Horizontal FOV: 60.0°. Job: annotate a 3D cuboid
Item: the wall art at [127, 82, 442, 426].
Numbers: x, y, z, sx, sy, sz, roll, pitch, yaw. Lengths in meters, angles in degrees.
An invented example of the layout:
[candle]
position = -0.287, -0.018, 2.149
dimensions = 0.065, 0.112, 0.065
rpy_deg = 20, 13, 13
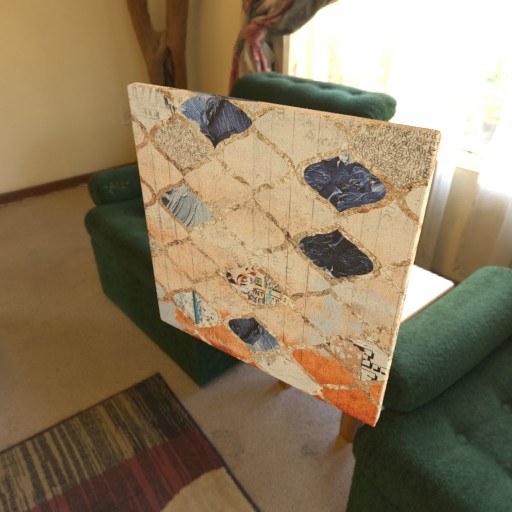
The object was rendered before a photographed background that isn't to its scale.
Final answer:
[wall art]
position = 0.000, 0.000, 1.362
dimensions = 0.912, 0.914, 0.039
rpy_deg = 20, 37, 28
